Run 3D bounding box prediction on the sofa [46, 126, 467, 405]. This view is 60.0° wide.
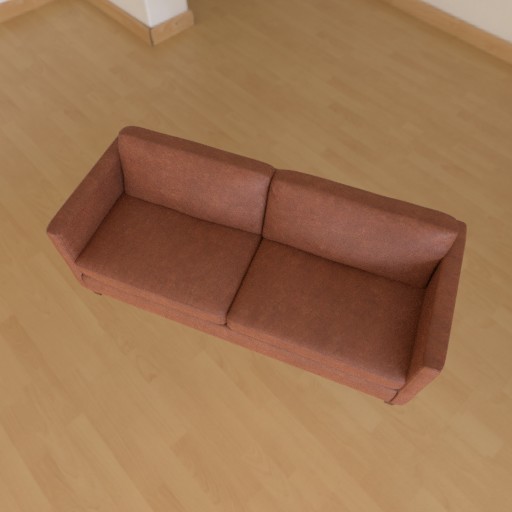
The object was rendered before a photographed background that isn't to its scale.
[{"bbox_3d":[0.000,0.000,2.707,2.204,0.932,0.950,18,60,11],"label":"sofa"}]
